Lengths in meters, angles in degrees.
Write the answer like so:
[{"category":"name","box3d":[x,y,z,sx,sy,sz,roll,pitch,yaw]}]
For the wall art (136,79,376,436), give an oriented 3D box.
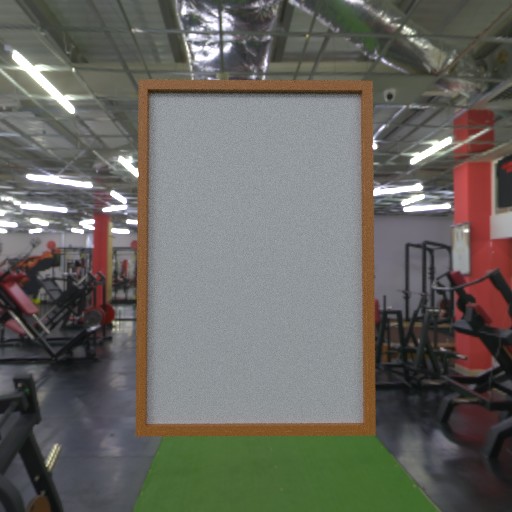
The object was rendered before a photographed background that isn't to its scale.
[{"category":"wall art","box3d":[0.000,0.000,1.158,0.610,0.916,0.037,0,-2,-1]}]
